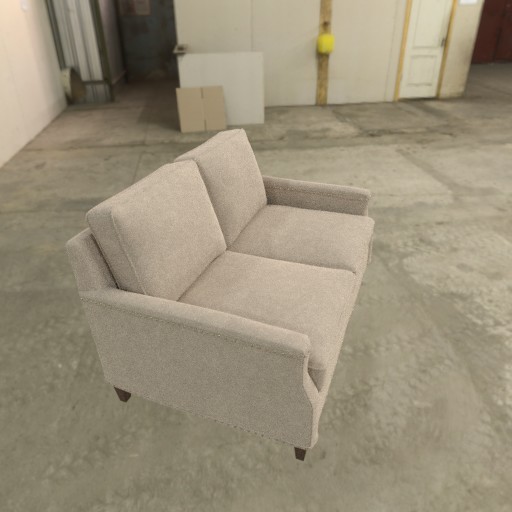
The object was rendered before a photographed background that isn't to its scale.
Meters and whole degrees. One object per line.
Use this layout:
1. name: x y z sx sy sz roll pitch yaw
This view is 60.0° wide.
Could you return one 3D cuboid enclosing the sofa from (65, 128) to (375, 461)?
1. sofa: 0.000 0.000 2.364 1.084 1.002 1.597 11 32 18
